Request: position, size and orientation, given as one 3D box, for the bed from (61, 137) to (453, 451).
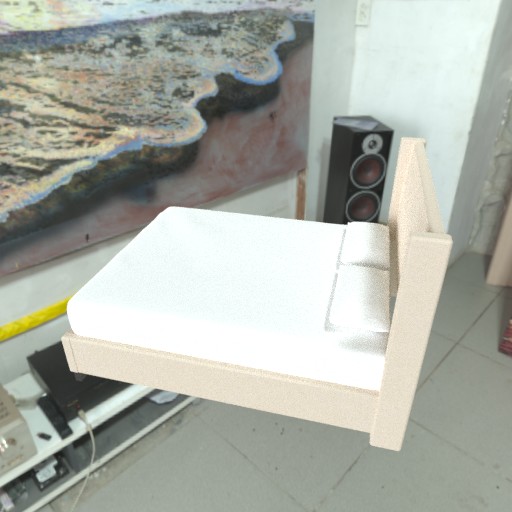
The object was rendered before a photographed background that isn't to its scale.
[{"bbox_3d":[0.000,0.000,3.343,2.293,1.471,1.778,7,31,13],"label":"bed"}]
